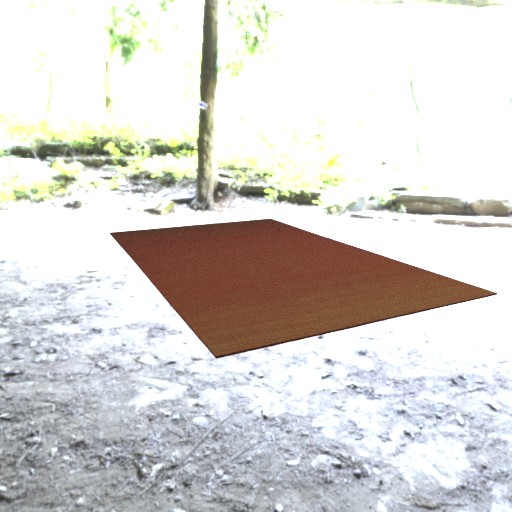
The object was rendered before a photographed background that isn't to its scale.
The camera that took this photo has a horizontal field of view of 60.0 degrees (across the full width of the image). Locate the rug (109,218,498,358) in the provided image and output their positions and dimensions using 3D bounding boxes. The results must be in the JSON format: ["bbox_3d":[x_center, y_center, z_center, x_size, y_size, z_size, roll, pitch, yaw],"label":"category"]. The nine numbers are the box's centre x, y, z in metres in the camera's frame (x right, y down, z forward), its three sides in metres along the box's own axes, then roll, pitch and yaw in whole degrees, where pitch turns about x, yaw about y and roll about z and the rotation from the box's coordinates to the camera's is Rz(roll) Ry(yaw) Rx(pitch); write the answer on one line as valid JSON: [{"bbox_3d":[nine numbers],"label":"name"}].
[{"bbox_3d":[0.000,0.000,2.969,1.531,0.010,2.442,-7,16,-25],"label":"rug"}]
